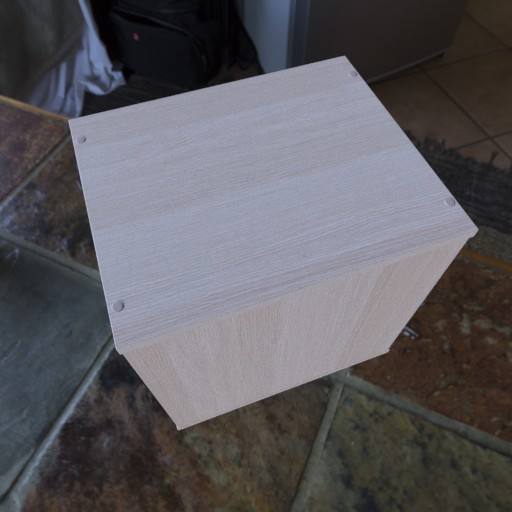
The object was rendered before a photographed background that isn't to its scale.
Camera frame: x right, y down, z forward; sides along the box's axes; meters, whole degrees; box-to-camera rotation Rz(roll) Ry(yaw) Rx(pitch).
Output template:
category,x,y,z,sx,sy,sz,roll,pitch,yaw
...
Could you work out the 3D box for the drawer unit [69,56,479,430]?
category,x,y,z,sx,sy,sz,roll,pitch,yaw
drawer unit,0.000,0.000,0.611,0.349,0.344,0.290,-17,60,-10
